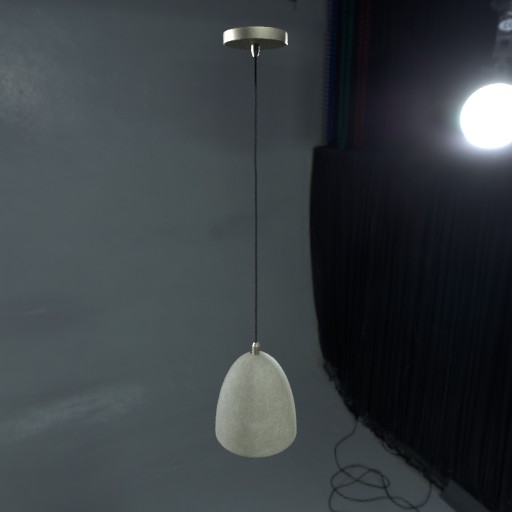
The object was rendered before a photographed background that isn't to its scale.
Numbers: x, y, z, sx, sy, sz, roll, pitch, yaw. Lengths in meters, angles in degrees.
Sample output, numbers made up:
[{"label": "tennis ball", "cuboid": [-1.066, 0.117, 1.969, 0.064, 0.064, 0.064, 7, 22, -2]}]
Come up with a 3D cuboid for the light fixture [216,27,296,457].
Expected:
[{"label": "light fixture", "cuboid": [0.000, 0.000, 0.833, 0.170, 0.759, 0.170, -8, 18, -28]}]
